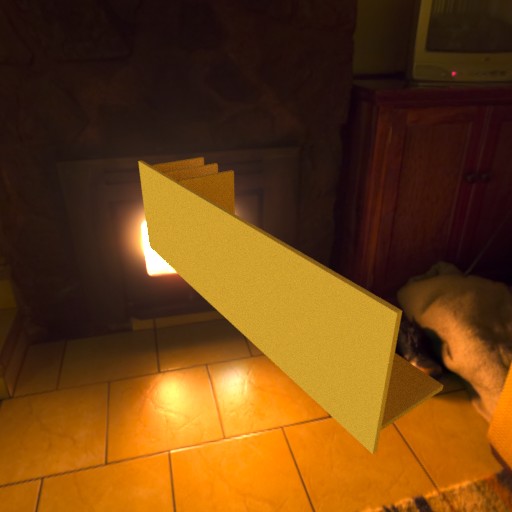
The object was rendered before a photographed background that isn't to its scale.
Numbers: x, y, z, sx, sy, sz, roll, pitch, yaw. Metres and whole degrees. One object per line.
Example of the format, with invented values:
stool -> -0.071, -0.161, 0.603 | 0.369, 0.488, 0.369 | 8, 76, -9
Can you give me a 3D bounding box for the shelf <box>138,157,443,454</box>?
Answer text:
shelf -> 0.000, 0.000, 1.140 | 0.200, 0.300, 1.020 | -17, 32, -30
